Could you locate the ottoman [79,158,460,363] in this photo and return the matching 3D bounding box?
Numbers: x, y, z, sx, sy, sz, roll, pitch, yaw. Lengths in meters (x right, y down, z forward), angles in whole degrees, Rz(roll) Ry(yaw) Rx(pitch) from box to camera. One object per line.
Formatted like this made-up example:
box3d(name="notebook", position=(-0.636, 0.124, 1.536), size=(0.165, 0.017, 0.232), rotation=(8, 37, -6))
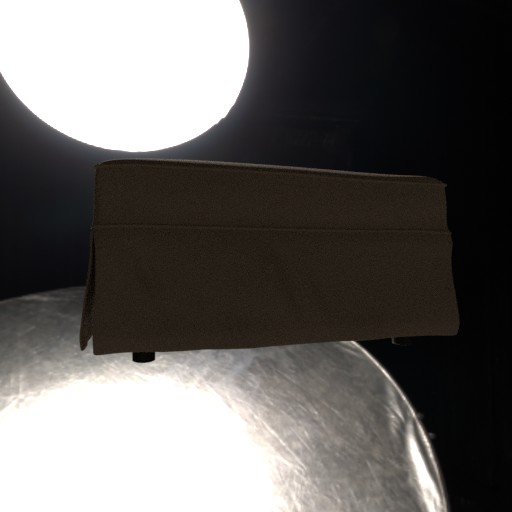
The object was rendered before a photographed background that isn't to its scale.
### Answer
box3d(name="ottoman", position=(0.000, 0.000, 1.347), size=(0.959, 0.482, 0.721), rotation=(0, 0, -17))
